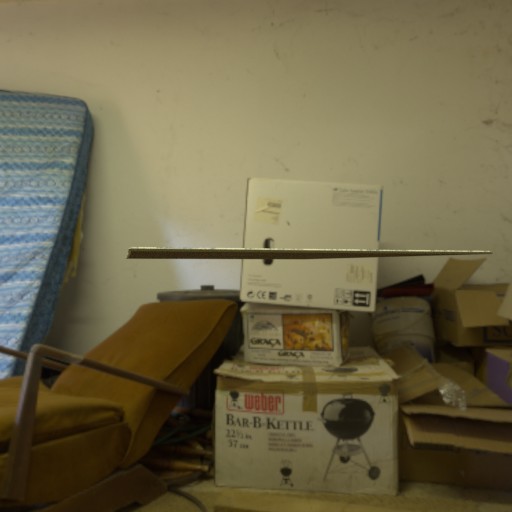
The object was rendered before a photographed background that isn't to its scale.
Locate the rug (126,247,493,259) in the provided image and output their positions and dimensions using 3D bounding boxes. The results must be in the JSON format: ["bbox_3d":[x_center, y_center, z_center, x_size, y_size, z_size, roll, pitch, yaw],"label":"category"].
[{"bbox_3d":[0.000,0.000,2.827,1.586,0.014,2.197,0,-1,-17],"label":"rug"}]
